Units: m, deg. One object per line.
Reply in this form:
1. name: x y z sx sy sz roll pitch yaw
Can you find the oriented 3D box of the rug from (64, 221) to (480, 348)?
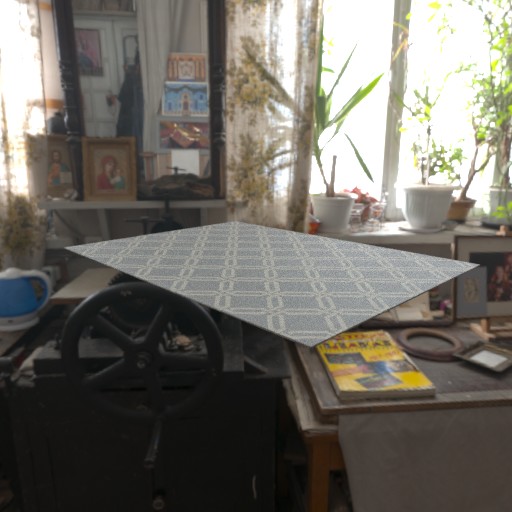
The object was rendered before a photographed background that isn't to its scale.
1. rug: 0.000 0.000 4.376 2.438 0.013 3.353 -13 19 -43
